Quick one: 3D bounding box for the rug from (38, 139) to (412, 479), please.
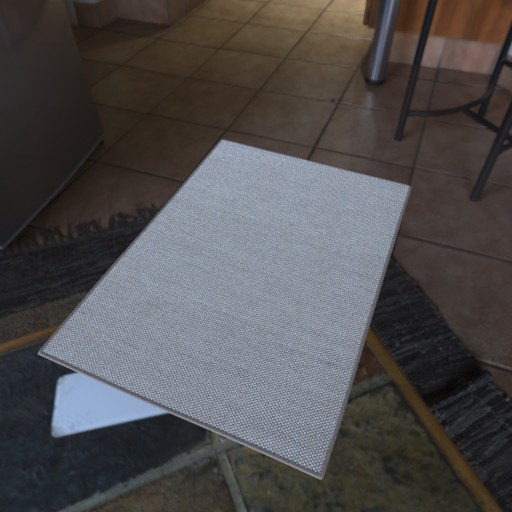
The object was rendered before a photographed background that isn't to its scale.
[{"bbox_3d":[0.000,0.000,2.700,1.517,0.013,2.115,18,50,15],"label":"rug"}]
